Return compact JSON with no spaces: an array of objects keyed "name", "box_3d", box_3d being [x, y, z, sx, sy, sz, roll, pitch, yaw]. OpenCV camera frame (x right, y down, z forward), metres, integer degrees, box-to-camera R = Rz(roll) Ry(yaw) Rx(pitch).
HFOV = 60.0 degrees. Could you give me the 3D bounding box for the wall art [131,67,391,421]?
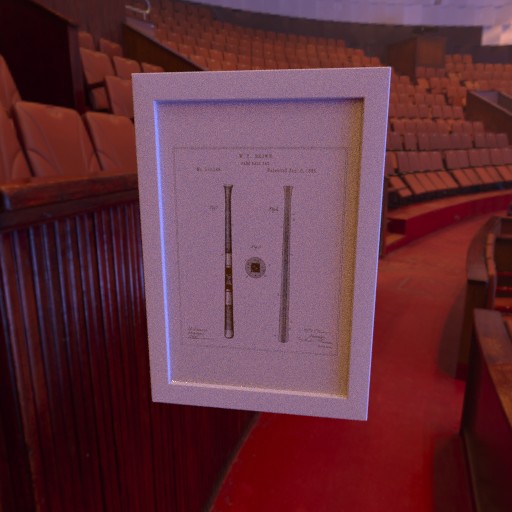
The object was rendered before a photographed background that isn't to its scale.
[{"name":"wall art","box_3d":[0.000,0.000,0.618,0.329,0.482,0.011,2,14,9]}]
